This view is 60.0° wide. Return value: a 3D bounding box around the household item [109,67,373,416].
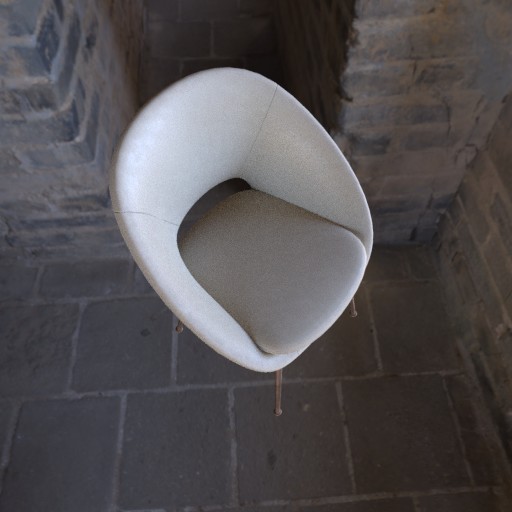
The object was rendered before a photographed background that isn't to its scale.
[{"bbox_3d":[0.000,0.000,1.253,0.573,0.852,0.623,35,65,19],"label":"household item"}]
